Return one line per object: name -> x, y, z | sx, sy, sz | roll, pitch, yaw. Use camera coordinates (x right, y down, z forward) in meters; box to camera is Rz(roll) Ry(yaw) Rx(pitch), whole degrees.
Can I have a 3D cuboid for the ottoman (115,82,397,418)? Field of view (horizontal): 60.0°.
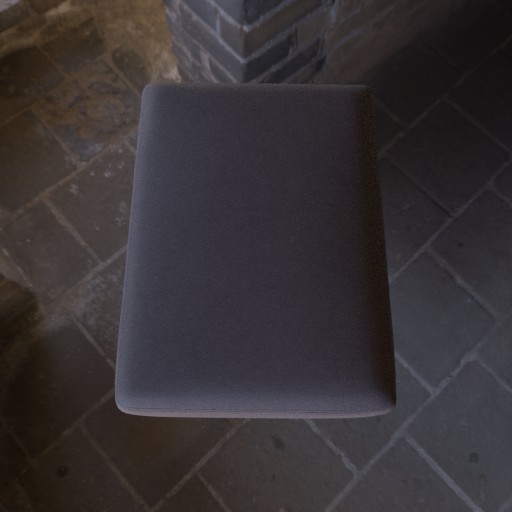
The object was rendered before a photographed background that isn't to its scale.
ottoman -> 0.000, 0.000, 1.148 | 0.574, 0.497, 0.773 | 0, 73, 0
